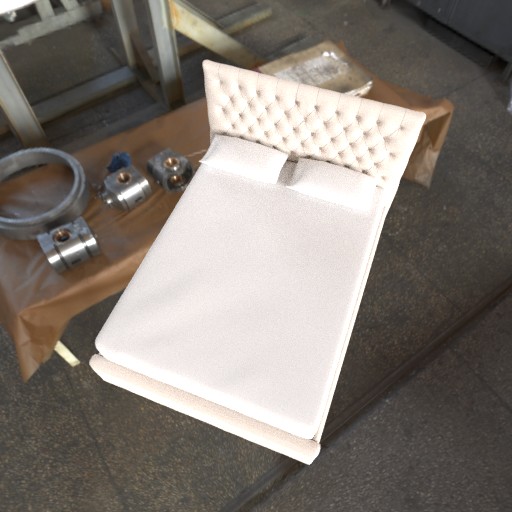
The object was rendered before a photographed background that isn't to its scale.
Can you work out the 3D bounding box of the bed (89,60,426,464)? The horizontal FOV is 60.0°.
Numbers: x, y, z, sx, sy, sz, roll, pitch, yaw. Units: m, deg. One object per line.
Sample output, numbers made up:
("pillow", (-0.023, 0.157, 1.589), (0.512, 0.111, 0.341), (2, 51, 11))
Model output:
("bed", (0.000, 0.000, 3.270), (1.696, 1.426, 2.233), (18, 60, 11))
